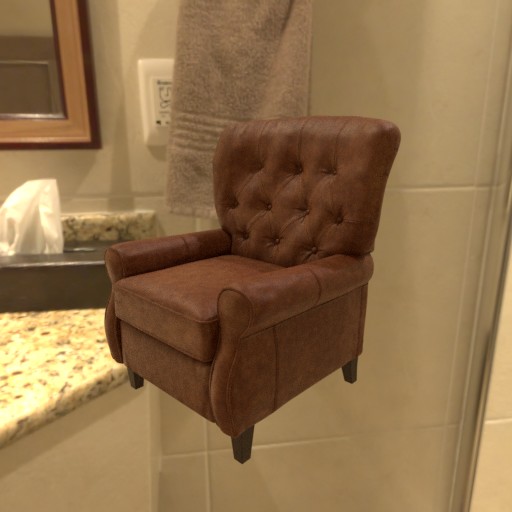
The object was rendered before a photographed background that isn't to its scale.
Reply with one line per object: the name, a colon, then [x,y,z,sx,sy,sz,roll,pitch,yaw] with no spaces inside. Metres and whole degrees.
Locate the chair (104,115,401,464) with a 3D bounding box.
chair: [0.000,0.000,1.886,0.951,1.164,1.059,14,21,42]
